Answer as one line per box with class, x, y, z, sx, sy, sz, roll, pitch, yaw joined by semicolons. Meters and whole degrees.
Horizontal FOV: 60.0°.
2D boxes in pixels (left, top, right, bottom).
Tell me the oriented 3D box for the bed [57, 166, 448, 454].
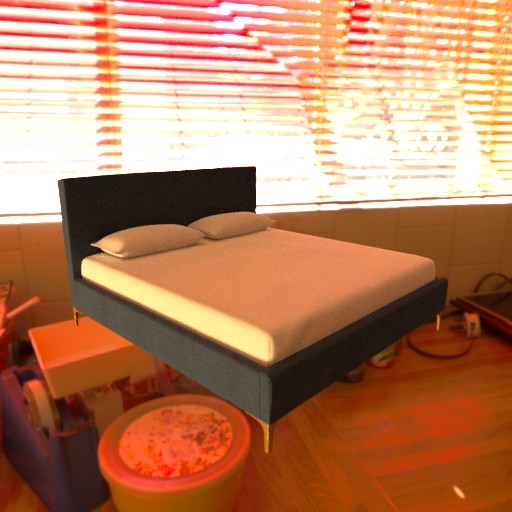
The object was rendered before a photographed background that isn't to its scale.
bed;0.000;0.000;3.490;2.232;1.231;2.096;14;21;43
